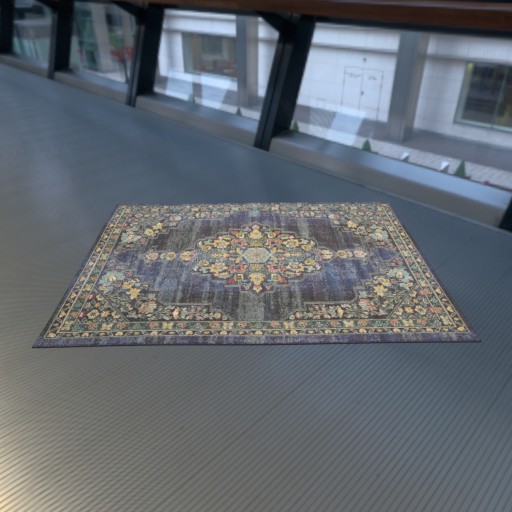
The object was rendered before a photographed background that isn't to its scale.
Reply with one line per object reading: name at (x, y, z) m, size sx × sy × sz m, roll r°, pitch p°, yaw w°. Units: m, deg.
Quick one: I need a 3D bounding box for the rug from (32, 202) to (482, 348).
rug at (0.000, 0.000, 4.697) m, size 3.612 × 0.035 × 2.716 m, roll -1°, pitch 31°, yaw -1°
